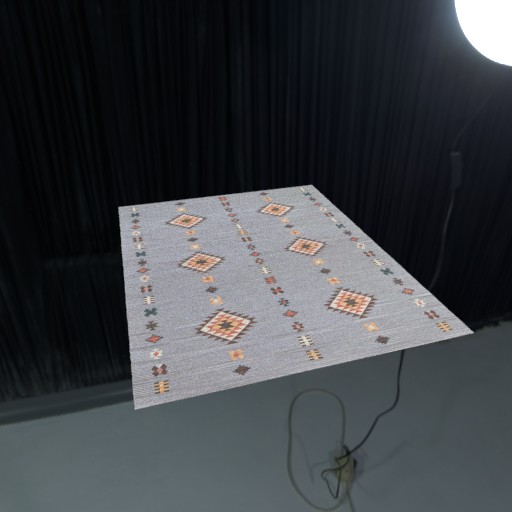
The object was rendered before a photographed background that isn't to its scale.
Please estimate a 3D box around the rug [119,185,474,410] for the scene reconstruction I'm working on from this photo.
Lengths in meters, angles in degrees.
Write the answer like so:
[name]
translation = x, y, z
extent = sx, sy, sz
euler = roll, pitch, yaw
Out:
[rug]
translation = 0.000, 0.000, 4.196
extent = 2.425, 0.008, 3.035
euler = -9, 32, -14
